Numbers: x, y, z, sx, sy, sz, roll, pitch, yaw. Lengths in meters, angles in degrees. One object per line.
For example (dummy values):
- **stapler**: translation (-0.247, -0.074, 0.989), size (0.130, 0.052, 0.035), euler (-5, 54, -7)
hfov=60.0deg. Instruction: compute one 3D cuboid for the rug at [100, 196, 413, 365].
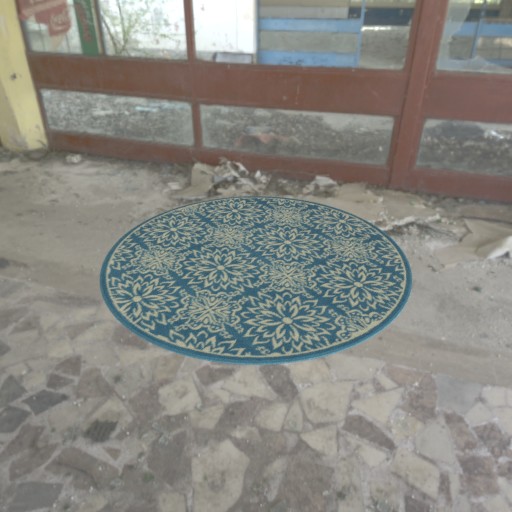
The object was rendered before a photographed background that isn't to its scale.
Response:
- **rug**: translation (0.000, 0.000, 2.357), size (1.593, 0.012, 1.593), euler (0, 31, 0)
